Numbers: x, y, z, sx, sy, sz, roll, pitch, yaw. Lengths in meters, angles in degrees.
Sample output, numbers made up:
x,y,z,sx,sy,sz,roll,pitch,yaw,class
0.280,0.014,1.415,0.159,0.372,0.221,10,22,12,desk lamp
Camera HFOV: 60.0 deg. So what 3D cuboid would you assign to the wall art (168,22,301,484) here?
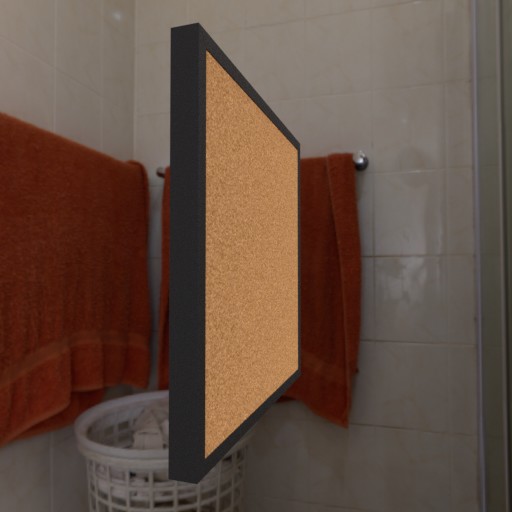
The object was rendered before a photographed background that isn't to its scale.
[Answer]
x,y,z,sx,sy,sz,roll,pitch,yaw,class
0.000,0.000,0.728,0.036,0.503,0.506,0,-2,18,wall art
